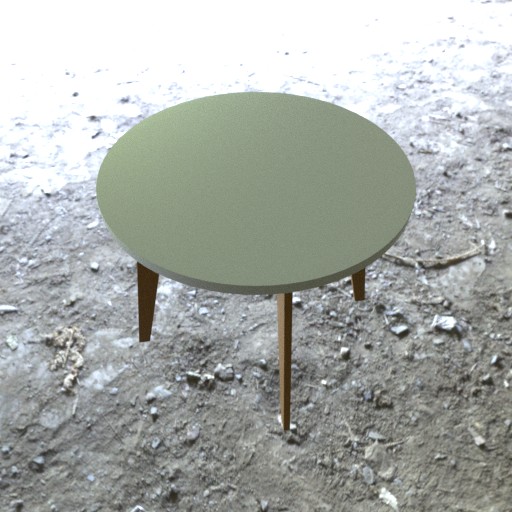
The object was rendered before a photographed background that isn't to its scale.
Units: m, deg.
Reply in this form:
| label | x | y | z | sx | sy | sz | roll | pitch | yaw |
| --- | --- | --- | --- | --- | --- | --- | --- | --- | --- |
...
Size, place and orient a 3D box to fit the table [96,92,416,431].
| label | x | y | z | sx | sy | sz | roll | pitch | yaw |
| --- | --- | --- | --- | --- | --- | --- | --- | --- | --- |
| table | 0.000 | 0.000 | 1.554 | 0.896 | 0.762 | 0.896 | 0 | 47 | 0 |
